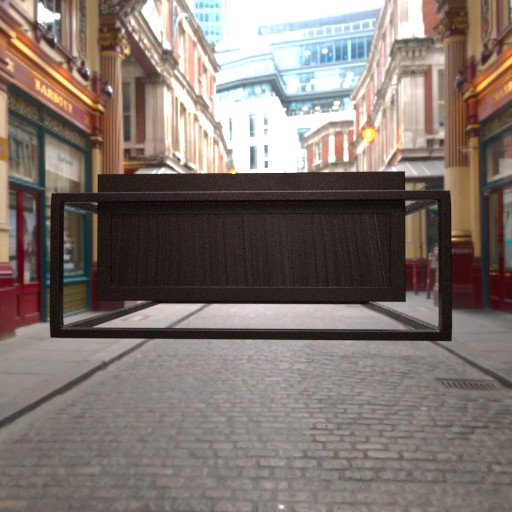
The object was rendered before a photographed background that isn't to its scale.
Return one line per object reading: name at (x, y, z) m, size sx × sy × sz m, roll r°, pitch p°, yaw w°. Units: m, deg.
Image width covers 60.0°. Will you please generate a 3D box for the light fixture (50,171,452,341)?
light fixture at (0.000, 0.000, 0.706) m, size 0.441 × 0.191 × 0.441 m, roll 0°, pitch -1°, yaw 3°
